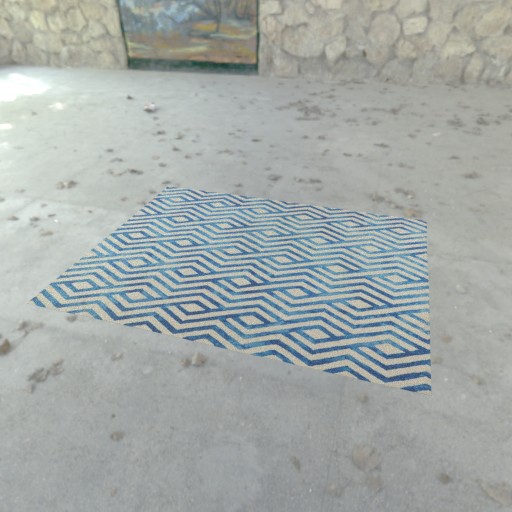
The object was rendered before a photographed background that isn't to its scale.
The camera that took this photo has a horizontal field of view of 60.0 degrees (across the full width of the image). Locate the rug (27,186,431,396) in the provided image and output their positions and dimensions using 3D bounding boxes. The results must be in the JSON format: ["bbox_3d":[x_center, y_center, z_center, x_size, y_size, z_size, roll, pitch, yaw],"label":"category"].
[{"bbox_3d":[0.000,0.000,4.132,3.059,0.008,2.453,10,33,15],"label":"rug"}]
